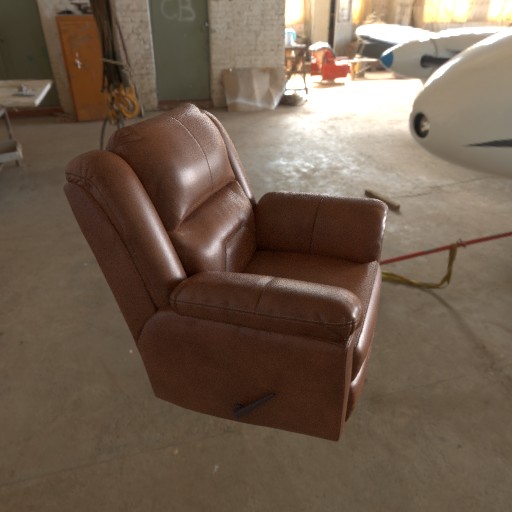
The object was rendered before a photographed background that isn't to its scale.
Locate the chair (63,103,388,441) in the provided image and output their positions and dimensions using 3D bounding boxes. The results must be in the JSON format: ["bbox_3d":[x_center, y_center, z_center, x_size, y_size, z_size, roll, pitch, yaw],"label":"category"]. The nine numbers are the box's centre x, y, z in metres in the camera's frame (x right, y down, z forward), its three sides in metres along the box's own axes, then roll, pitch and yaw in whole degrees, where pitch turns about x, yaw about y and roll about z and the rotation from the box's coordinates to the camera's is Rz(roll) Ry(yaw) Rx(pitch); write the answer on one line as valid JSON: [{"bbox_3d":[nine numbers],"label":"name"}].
[{"bbox_3d":[0.000,0.000,1.852,1.041,1.093,0.990,10,31,18],"label":"chair"}]
